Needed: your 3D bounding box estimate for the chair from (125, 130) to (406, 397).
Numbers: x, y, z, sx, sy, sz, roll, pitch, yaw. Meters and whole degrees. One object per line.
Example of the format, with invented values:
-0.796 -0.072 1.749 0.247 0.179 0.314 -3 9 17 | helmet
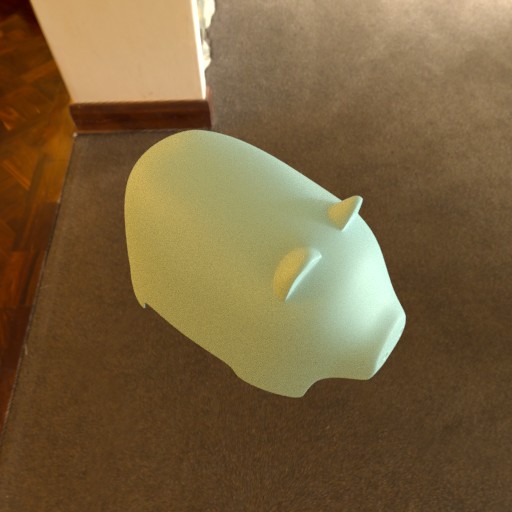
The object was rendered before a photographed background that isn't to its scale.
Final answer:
0.000 0.000 0.882 0.619 0.423 0.364 33 64 19 | chair
